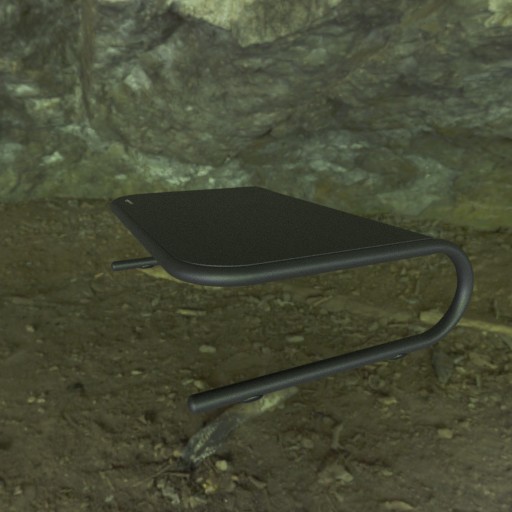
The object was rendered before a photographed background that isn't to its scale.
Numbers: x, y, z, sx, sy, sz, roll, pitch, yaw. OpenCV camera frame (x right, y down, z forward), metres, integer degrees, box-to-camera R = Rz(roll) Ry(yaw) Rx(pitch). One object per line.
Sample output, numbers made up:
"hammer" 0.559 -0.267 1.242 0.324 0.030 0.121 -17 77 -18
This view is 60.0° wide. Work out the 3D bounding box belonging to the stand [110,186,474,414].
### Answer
"stand" 0.000 0.000 0.515 0.280 0.108 0.370 -8 19 -25
